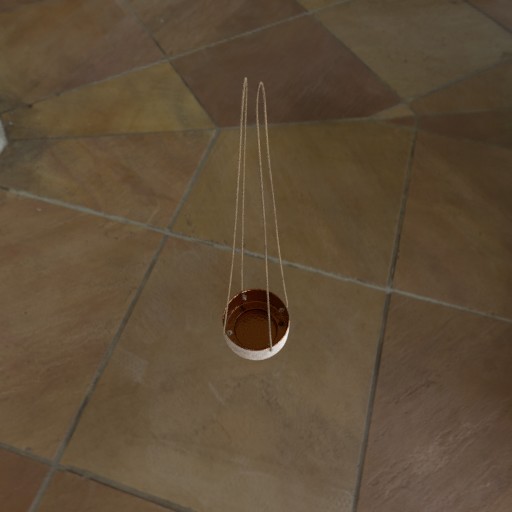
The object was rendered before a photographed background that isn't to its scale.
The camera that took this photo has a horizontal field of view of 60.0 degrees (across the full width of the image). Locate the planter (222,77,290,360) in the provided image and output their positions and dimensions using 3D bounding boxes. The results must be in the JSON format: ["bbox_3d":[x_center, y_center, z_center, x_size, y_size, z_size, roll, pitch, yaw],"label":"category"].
[{"bbox_3d":[0.000,0.000,1.123,0.223,1.030,0.223,17,60,10],"label":"planter"}]
